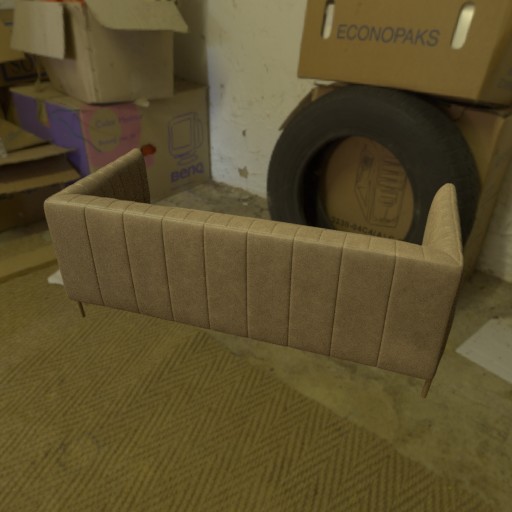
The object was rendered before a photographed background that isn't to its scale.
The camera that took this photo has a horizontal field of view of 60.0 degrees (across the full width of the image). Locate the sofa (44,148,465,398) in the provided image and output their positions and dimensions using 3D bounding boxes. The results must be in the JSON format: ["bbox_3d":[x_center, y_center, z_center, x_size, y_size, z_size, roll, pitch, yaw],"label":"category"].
[{"bbox_3d":[0.000,0.000,2.421,1.980,0.779,0.876,10,33,15],"label":"sofa"}]
